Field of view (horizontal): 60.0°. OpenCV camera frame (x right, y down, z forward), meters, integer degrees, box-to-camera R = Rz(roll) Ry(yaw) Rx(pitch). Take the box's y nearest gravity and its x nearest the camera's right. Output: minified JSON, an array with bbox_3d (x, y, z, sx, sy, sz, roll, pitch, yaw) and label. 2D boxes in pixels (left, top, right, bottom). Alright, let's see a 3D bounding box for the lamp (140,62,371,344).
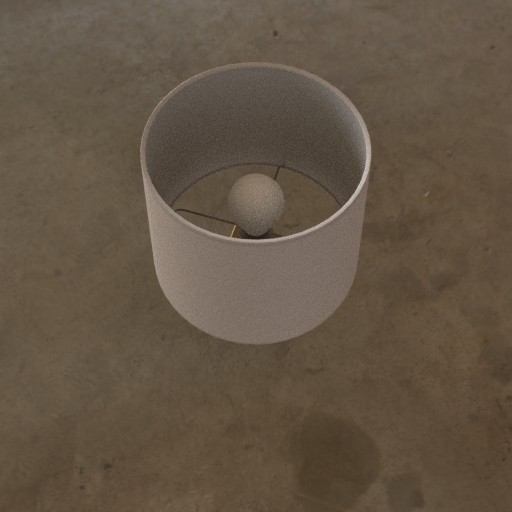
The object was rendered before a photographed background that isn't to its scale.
[{"bbox_3d":[0.000,0.000,0.576,0.251,0.435,0.251,0,63,0],"label":"lamp"}]
